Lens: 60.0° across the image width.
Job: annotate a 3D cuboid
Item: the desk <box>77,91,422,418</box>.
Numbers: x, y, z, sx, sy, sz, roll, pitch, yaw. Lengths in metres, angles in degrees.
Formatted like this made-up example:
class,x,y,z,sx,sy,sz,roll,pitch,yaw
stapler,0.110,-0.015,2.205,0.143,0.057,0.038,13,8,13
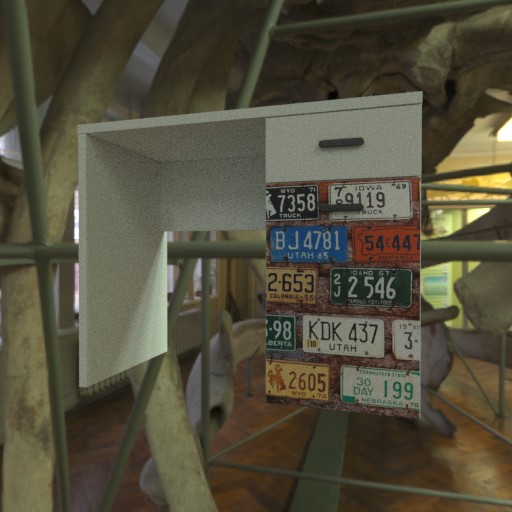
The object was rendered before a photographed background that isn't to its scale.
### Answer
class,x,y,z,sx,sy,sz,roll,pitch,yaw
desk,0.000,0.000,1.323,0.898,0.730,0.482,0,1,17
